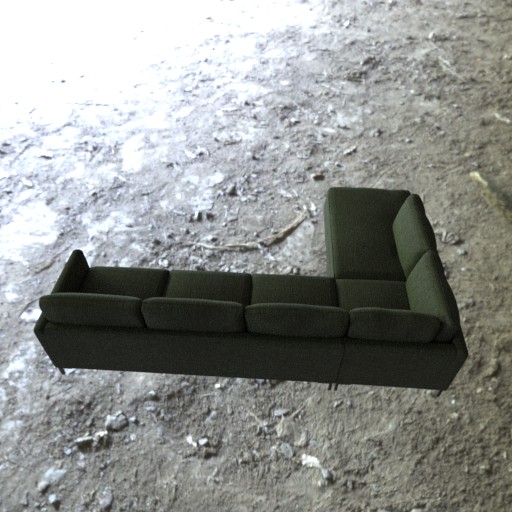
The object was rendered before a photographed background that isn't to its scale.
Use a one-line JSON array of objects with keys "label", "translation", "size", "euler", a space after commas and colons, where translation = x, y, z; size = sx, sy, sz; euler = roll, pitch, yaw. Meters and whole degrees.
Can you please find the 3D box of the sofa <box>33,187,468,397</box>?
[{"label": "sofa", "translation": [0.000, 0.000, 3.752], "size": [2.949, 0.815, 2.007], "euler": [3, 46, 3]}]
